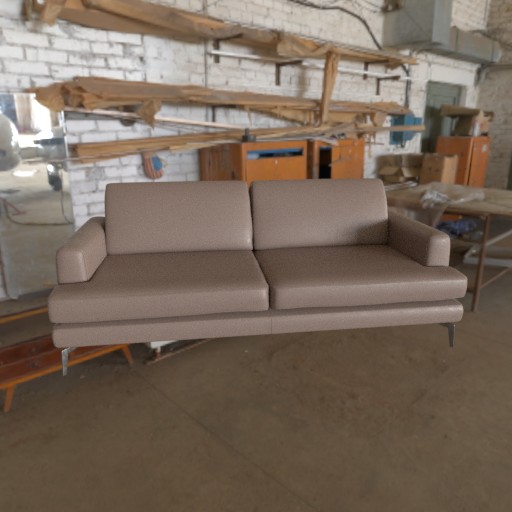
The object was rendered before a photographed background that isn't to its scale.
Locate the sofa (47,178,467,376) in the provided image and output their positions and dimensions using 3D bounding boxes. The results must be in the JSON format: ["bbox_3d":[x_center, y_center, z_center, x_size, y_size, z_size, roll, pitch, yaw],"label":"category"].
[{"bbox_3d":[0.000,0.000,2.440,1.940,0.765,0.974,-2,17,-8],"label":"sofa"}]
